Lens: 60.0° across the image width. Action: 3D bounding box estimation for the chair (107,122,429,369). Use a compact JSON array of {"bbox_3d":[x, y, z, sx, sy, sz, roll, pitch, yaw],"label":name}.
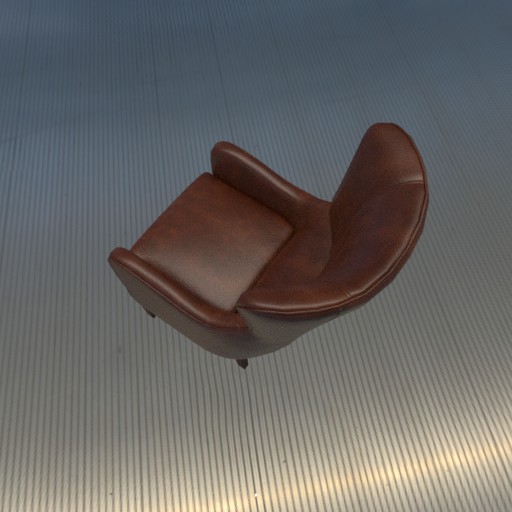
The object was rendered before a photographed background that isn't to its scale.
[{"bbox_3d":[0.000,0.000,1.625,0.914,1.048,0.692,31,66,16],"label":"chair"}]
